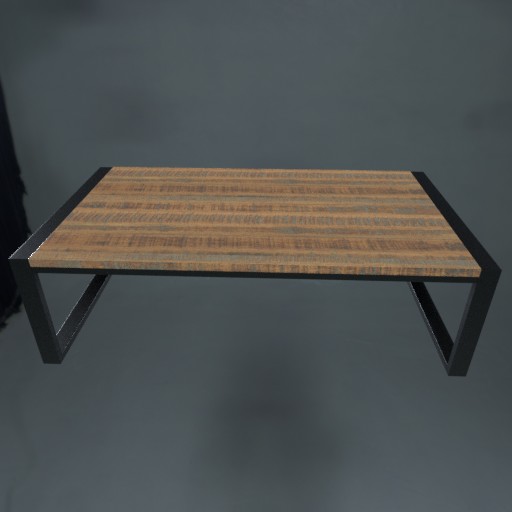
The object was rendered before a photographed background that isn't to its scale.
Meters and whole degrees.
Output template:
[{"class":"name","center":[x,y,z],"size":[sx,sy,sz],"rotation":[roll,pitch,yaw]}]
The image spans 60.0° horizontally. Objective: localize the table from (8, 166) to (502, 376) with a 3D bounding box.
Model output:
[{"class":"table","center":[0.000,0.000,1.633],"size":[1.350,0.400,0.750],"rotation":[1,31,2]}]
